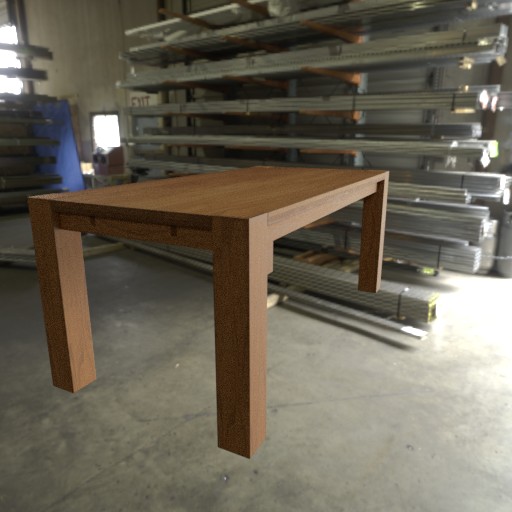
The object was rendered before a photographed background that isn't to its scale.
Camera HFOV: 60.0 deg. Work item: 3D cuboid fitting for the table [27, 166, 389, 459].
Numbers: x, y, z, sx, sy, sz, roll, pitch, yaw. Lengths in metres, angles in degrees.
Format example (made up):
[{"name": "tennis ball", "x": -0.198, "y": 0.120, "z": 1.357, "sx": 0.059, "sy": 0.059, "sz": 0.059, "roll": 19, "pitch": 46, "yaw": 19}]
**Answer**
[{"name": "table", "x": 0.000, "y": 0.000, "z": 2.248, "sx": 0.900, "sy": 0.760, "sz": 1.800, "roll": 8, "pitch": 17, "yaw": 27}]
